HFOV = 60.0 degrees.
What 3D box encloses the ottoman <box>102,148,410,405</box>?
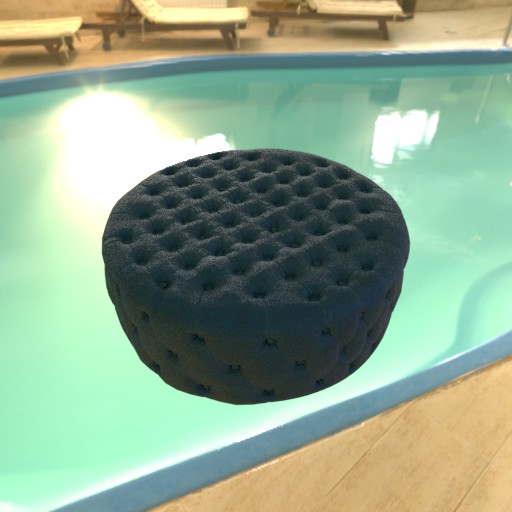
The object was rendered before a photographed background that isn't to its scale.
[{"bbox_3d":[0.000,0.000,1.550,0.998,0.398,0.998,0,40,0],"label":"ottoman"}]
